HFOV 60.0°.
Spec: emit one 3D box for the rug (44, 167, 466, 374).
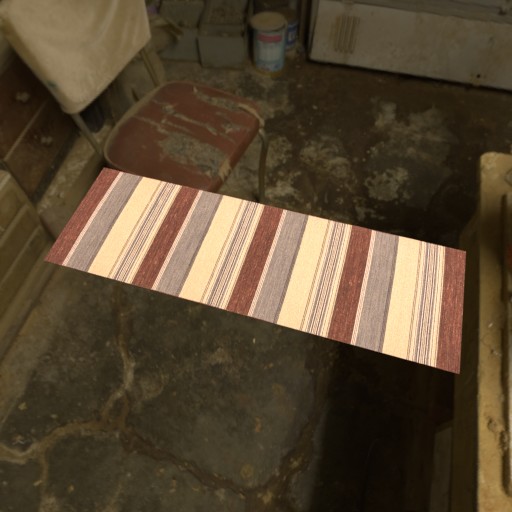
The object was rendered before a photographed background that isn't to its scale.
[{"bbox_3d":[0.000,0.000,2.691,2.437,0.006,0.792,14,59,9],"label":"rug"}]
